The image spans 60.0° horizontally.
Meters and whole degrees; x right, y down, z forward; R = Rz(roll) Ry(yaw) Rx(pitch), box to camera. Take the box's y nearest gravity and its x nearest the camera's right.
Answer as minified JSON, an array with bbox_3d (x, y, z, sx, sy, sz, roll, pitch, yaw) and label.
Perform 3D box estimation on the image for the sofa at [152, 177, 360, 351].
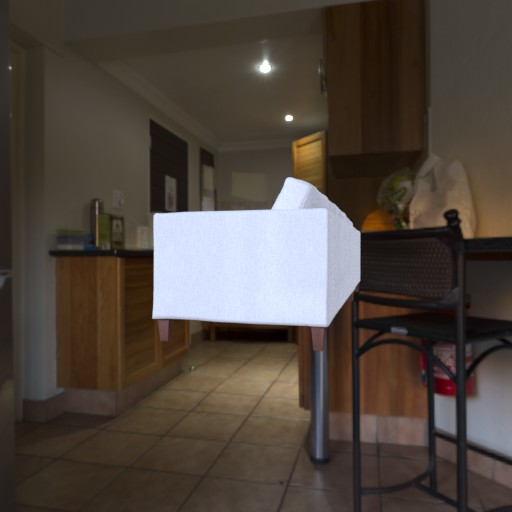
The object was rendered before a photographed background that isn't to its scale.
[{"bbox_3d":[0.000,0.000,3.830,1.625,0.861,3.186,0,1,16],"label":"sofa"}]
